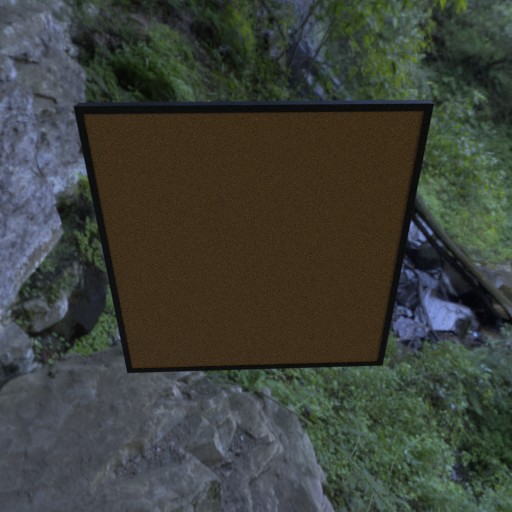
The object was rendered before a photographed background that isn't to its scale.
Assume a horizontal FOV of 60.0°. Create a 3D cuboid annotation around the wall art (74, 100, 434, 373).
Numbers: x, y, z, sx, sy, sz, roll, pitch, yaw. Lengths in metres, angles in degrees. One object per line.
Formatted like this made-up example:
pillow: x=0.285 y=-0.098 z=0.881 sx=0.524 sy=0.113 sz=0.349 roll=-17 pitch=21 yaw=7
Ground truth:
wall art: x=0.000 y=0.000 z=1.145 sx=0.763 sy=0.763 sz=0.039 roll=-1 pitch=30 yaw=-2
